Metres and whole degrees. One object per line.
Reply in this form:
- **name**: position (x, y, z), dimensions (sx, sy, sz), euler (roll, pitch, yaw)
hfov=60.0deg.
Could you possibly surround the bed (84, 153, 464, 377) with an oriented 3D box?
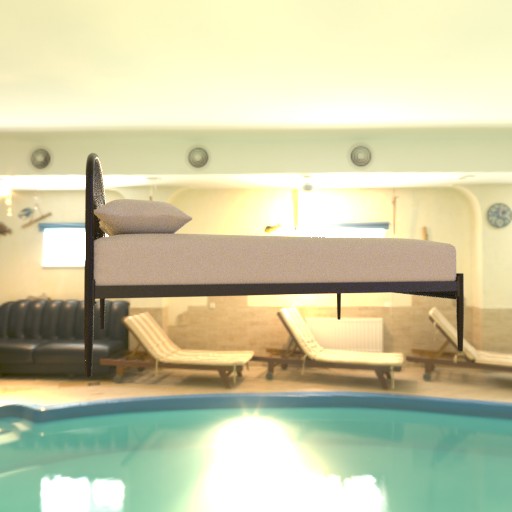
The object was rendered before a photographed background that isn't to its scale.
- **bed**: position (0.000, 0.000, 3.146), dimensions (2.159, 1.166, 1.618), euler (0, -1, -17)
